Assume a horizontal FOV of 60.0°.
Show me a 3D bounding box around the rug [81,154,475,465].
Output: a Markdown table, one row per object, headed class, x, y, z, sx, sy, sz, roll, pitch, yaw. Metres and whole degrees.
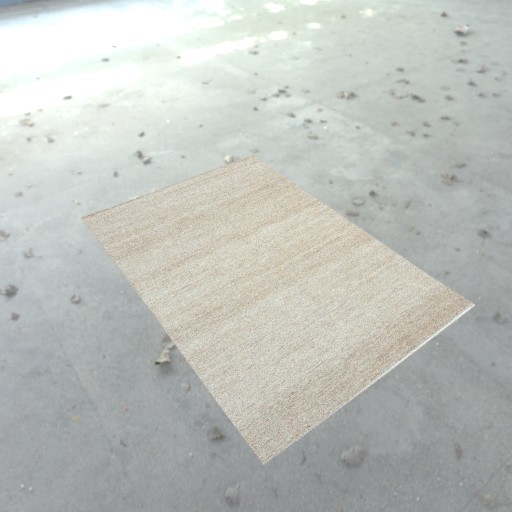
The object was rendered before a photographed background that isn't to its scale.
| class | x | y | z | sx | sy | sz | roll | pitch | yaw |
| --- | --- | --- | --- | --- | --- | --- | --- | --- | --- |
| rug | 0.000 | 0.000 | 2.987 | 1.596 | 0.030 | 2.283 | -26 | 48 | -26 |
